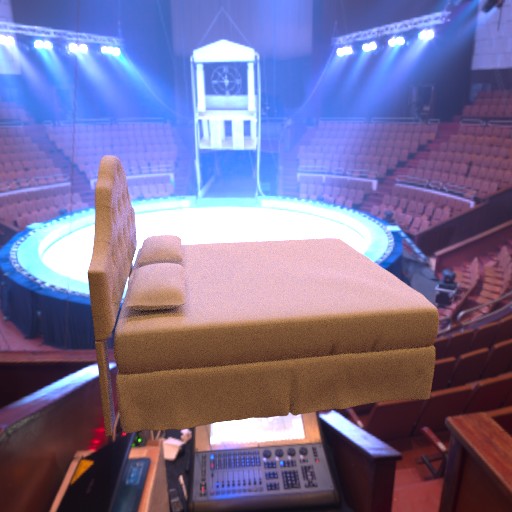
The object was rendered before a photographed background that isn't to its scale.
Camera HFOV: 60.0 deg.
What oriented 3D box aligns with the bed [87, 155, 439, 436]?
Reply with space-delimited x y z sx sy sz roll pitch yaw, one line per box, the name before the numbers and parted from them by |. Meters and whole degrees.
bed | 0.000 0.000 3.584 2.214 1.615 2.008 -3 17 -10
